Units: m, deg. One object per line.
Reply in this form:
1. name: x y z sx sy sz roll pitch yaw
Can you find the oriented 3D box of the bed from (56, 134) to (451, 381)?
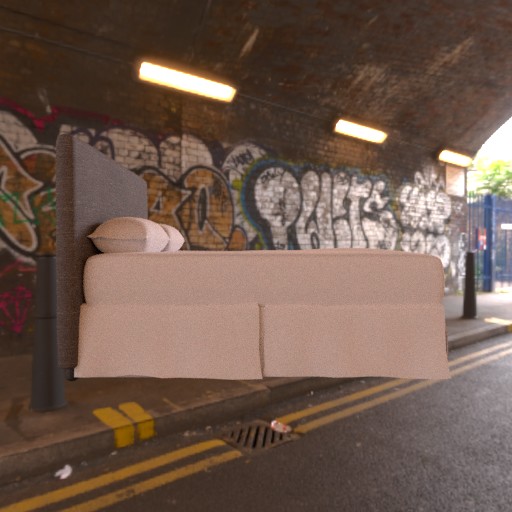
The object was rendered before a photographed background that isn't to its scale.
1. bed: 0.000 0.000 3.172 2.142 1.330 1.723 0 1 -1
